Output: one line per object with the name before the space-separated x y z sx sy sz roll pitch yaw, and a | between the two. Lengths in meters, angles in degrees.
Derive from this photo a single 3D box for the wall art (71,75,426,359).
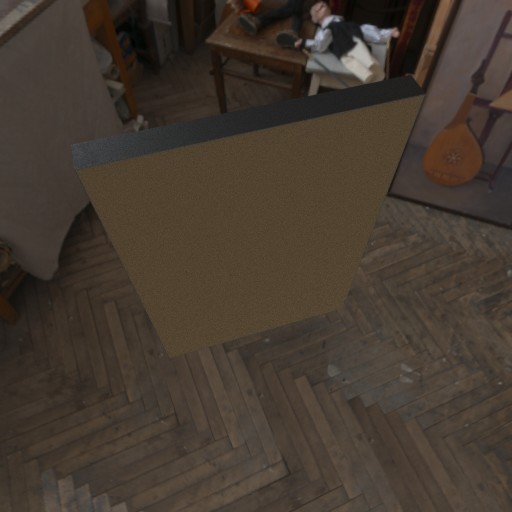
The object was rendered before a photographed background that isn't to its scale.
wall art | 0.000 0.000 0.580 0.313 0.457 0.031 -15 59 -9
